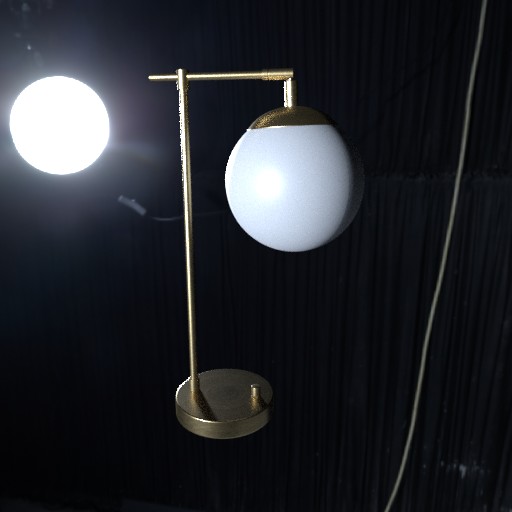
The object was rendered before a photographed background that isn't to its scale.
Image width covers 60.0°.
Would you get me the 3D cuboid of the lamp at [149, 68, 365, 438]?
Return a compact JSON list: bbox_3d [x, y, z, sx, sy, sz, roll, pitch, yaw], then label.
[{"bbox_3d":[0.000,0.000,0.706,0.324,0.559,0.207,2,14,10],"label":"lamp"}]
